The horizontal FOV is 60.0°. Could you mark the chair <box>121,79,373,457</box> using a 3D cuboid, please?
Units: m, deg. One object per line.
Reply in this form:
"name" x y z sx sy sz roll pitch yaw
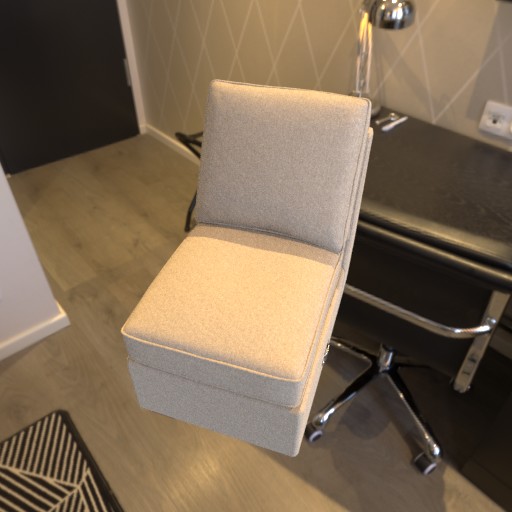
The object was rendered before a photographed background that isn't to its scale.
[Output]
"chair" 0.000 0.000 1.720 0.674 1.058 1.020 12 41 14
